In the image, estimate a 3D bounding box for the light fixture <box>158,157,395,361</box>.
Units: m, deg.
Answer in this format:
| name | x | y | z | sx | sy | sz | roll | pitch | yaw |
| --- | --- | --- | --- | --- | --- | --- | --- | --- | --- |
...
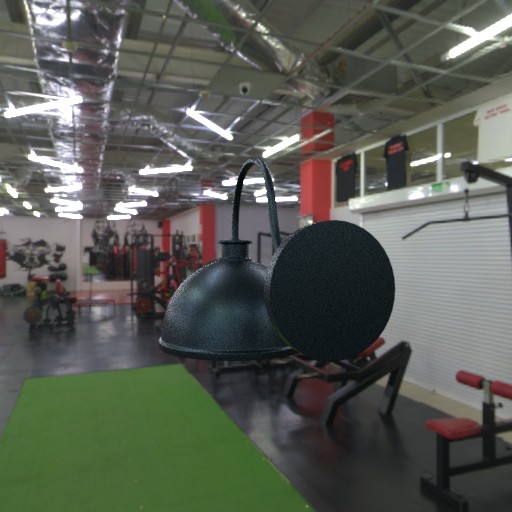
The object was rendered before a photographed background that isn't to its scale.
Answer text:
| name | x | y | z | sx | sy | sz | roll | pitch | yaw |
| --- | --- | --- | --- | --- | --- | --- | --- | --- | --- |
| light fixture | 0.000 | 0.000 | 0.646 | 0.253 | 0.295 | 0.467 | 0 | 0 | -19 |
